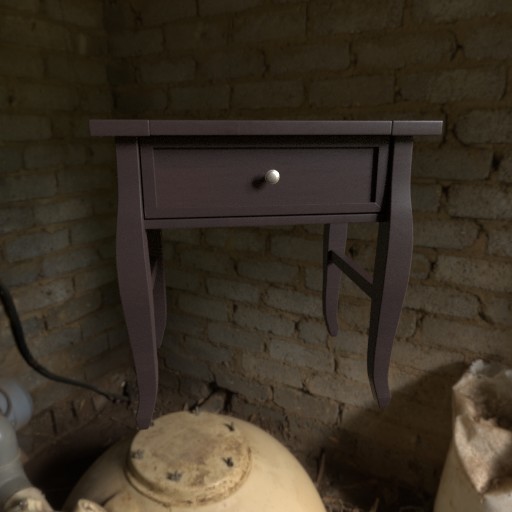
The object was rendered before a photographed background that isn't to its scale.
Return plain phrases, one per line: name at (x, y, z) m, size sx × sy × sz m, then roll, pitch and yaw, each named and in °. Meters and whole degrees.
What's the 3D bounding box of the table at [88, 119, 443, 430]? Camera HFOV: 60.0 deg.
table at (0.000, 0.000, 1.043) m, size 0.602 × 0.605 × 0.460 m, roll -2°, pitch 16°, yaw -8°
